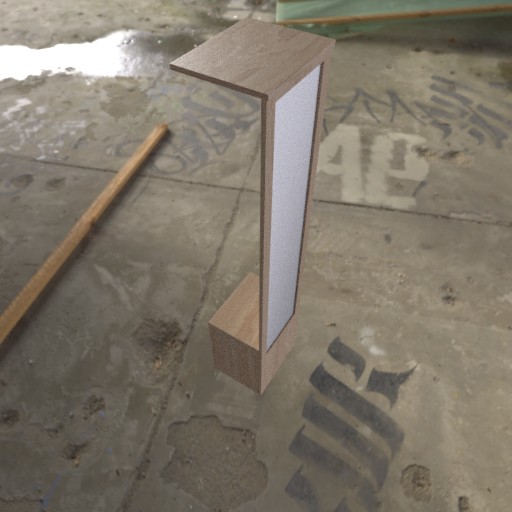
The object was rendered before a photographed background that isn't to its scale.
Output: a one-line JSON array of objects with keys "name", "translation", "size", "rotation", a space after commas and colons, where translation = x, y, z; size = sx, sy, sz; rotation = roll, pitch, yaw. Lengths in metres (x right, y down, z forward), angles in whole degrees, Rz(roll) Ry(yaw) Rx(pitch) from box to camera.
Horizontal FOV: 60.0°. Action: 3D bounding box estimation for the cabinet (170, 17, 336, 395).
[{"name": "cabinet", "translation": [0.000, 0.000, 2.050], "size": [0.338, 1.879, 0.411], "rotation": [25, 53, 21]}]
